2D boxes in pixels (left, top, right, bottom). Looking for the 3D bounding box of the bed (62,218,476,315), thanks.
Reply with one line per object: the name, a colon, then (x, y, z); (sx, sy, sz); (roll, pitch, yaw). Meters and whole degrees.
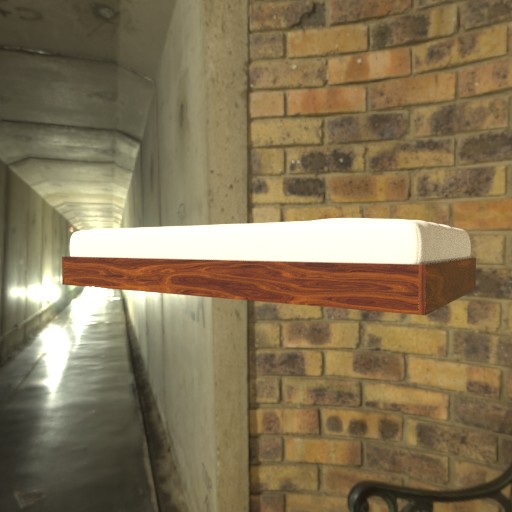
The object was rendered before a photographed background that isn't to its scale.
bed: (0.000, 0.000, 2.220); (1.860, 0.312, 0.940); (1, 1, 35)
